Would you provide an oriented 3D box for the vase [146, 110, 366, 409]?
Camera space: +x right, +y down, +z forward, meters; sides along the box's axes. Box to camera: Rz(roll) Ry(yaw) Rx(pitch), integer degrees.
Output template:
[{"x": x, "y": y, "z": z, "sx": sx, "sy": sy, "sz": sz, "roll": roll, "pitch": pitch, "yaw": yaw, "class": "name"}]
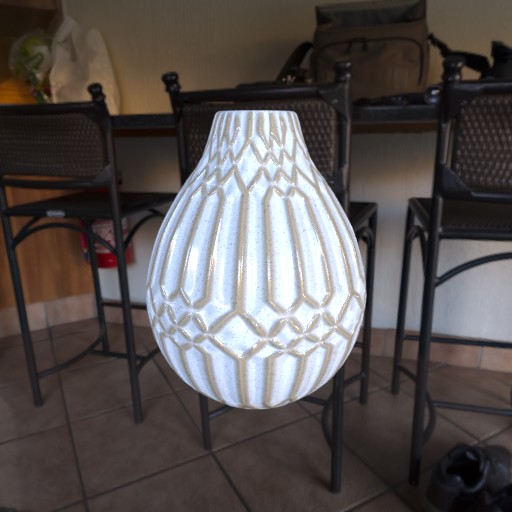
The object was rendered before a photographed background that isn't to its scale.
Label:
[{"x": 0.000, "y": 0.000, "z": 0.323, "sx": 0.159, "sy": 0.200, "sz": 0.159, "roll": 0, "pitch": 16, "yaw": 0, "class": "vase"}]
